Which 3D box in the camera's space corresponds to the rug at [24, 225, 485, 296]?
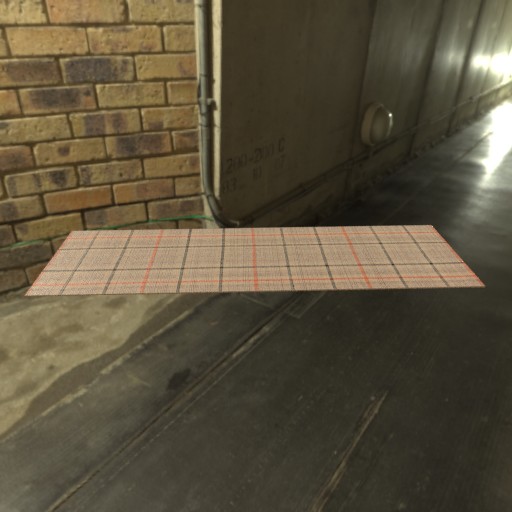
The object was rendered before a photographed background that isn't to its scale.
[{"bbox_3d":[0.000,0.000,2.675,2.439,0.008,0.762,-1,29,-2],"label":"rug"}]
